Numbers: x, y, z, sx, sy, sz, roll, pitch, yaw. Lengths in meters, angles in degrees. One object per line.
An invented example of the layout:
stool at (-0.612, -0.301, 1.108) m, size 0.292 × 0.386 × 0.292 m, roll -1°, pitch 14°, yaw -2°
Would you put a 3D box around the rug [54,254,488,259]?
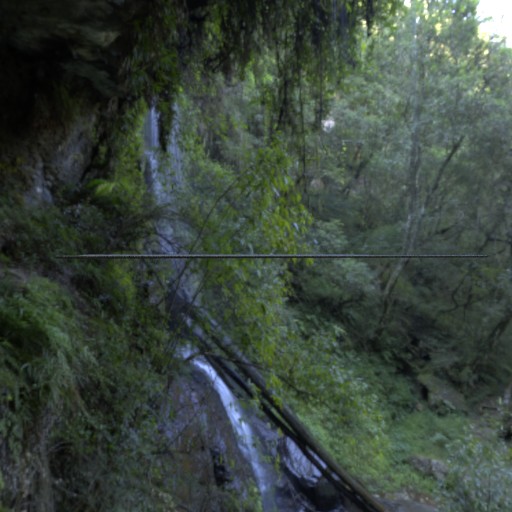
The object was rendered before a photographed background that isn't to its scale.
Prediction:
rug at (0.000, 0.000, 5.111) m, size 3.935 × 0.025 × 2.782 m, roll 0°, pitch 0°, yaw -17°
